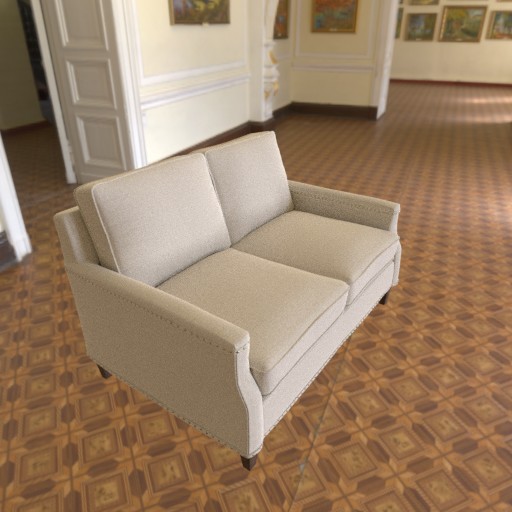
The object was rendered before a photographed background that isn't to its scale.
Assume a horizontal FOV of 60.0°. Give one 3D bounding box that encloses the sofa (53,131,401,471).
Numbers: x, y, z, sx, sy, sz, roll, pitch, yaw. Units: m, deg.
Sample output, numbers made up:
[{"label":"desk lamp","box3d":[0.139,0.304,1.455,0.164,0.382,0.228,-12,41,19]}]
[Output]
[{"label":"sofa","box3d":[0.000,0.000,2.310,1.084,1.003,1.597,18,33,31]}]
